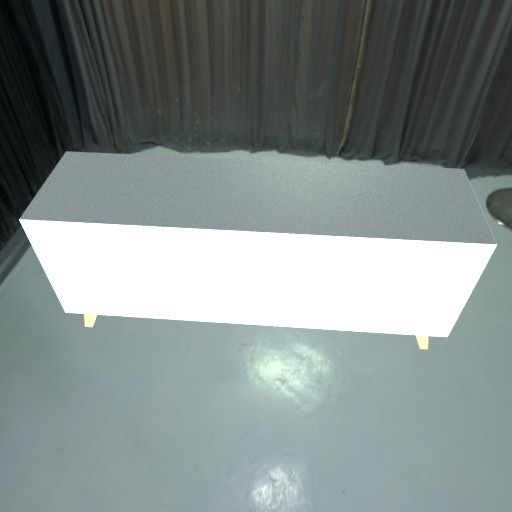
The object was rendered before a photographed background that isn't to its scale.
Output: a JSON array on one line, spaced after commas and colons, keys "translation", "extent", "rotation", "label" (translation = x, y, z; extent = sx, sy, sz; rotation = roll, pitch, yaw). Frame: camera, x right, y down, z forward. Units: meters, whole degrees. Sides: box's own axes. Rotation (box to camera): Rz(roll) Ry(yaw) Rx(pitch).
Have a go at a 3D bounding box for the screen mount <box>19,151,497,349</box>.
[{"translation": [0.000, 0.000, 1.738], "extent": [1.490, 0.619, 0.400], "rotation": [3, 45, 3], "label": "screen mount"}]
